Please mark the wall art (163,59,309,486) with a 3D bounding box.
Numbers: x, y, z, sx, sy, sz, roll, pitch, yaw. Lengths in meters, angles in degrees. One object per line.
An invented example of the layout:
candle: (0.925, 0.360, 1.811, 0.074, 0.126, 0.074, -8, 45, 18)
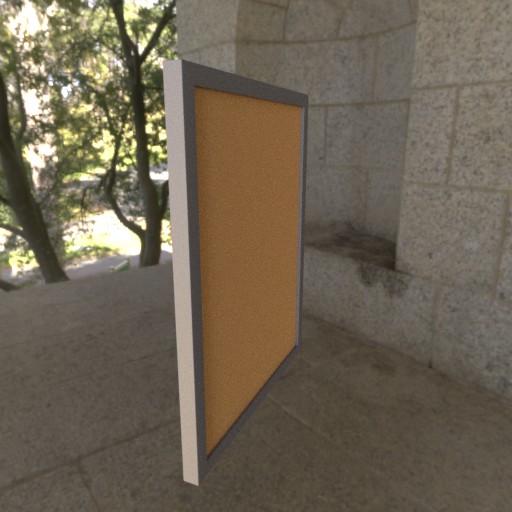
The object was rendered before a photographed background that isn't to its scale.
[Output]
wall art: (0.000, 0.000, 0.761, 0.029, 0.558, 0.458, 7, 16, 23)
